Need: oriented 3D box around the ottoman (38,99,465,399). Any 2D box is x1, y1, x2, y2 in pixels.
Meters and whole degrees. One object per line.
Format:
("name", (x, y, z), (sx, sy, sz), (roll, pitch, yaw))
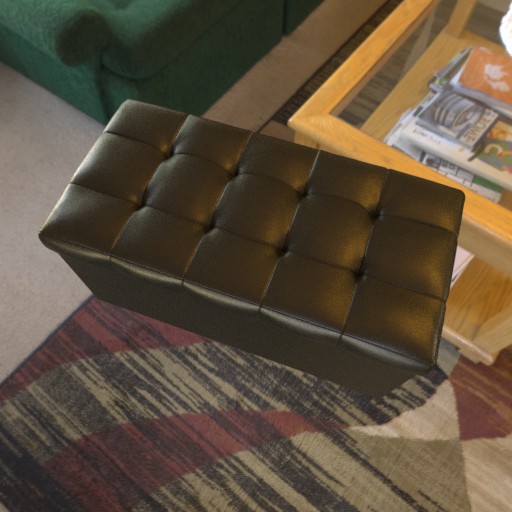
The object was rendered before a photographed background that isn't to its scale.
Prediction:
("ottoman", (0.000, 0.000, 1.124), (0.838, 0.470, 0.432), (18, 65, 9))
